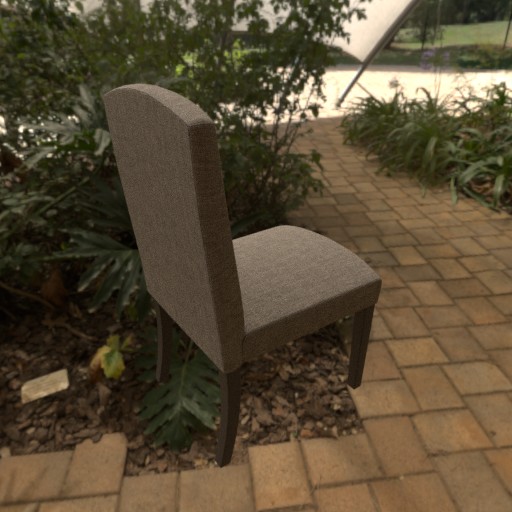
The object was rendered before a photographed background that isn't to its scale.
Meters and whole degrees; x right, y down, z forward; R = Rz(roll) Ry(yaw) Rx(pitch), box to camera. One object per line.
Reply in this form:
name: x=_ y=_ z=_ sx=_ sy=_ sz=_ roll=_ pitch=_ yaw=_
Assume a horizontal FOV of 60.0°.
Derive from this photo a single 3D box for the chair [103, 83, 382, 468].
chair: x=0.000 y=0.000 z=1.222 sx=0.580 sy=0.917 sz=0.451 roll=-18 pitch=32 yaw=-31
